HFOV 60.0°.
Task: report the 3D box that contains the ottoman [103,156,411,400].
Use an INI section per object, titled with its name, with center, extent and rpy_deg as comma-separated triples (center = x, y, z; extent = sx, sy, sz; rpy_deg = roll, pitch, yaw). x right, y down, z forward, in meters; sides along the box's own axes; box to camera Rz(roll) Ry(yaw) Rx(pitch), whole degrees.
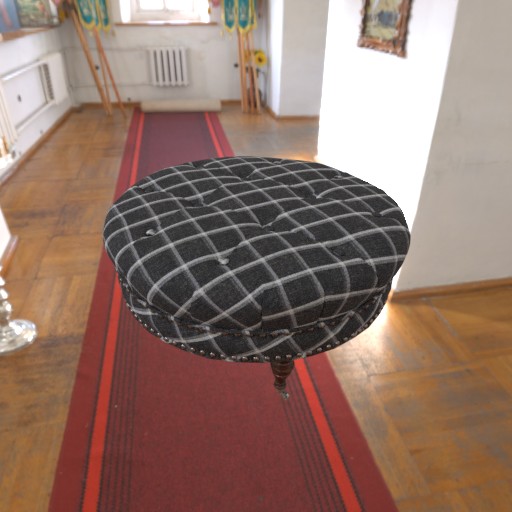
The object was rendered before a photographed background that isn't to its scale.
[ottoman]
center = 0.000, 0.000, 1.425
extent = 0.901, 0.439, 0.901
rpy_deg = 0, 32, 0
